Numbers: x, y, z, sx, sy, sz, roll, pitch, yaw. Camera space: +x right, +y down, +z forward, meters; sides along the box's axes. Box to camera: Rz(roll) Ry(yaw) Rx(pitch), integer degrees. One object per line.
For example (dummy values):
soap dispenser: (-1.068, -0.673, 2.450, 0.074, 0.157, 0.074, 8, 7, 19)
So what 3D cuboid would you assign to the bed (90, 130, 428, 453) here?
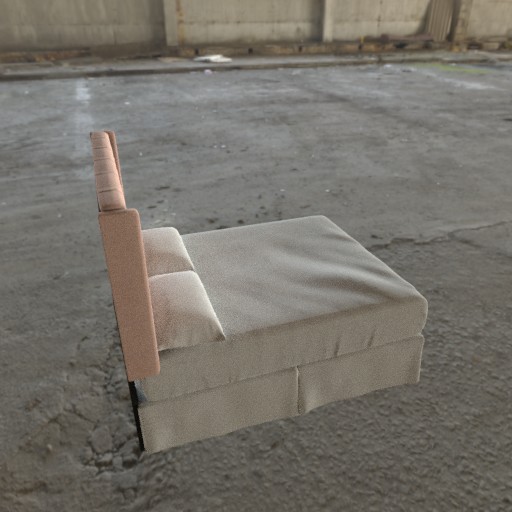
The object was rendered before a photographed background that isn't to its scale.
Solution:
bed: (0.000, 0.000, 3.317, 2.066, 1.665, 1.719, -10, 30, -17)
